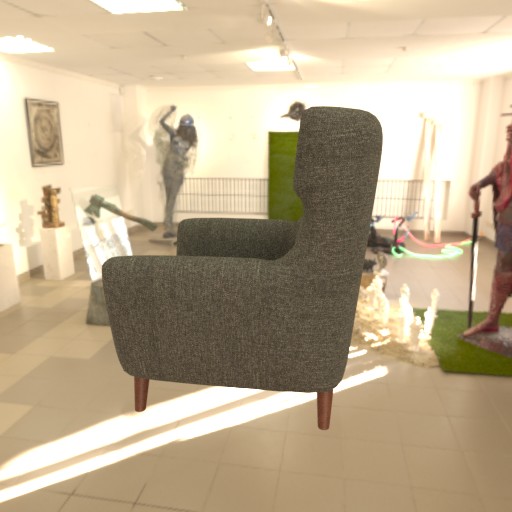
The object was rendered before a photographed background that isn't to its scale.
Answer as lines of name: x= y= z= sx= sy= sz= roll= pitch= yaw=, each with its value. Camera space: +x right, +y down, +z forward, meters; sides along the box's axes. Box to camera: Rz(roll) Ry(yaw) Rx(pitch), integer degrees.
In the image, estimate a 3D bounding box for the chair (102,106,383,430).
chair: x=0.000 y=0.000 z=1.754 sx=0.904 sy=1.063 sz=0.878 roll=2 pitch=14 yaw=9
